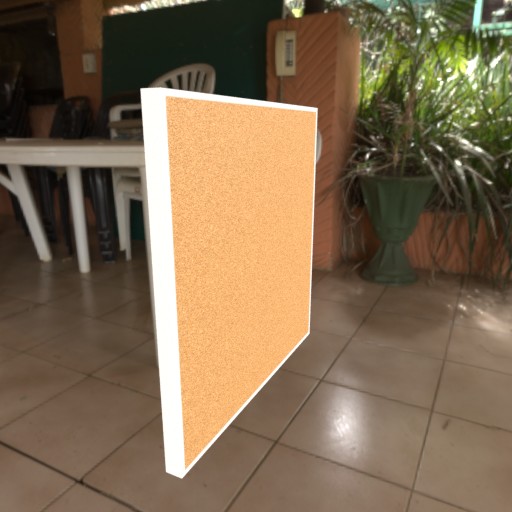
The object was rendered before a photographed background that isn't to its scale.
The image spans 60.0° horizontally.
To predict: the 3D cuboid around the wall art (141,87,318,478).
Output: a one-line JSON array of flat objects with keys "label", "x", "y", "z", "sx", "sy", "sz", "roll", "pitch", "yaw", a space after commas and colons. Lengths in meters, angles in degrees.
[{"label": "wall art", "x": 0.000, "y": 0.000, "z": 1.158, "sx": 0.041, "sy": 0.765, "sz": 0.768, "roll": 8, "pitch": 18, "yaw": 26}]
